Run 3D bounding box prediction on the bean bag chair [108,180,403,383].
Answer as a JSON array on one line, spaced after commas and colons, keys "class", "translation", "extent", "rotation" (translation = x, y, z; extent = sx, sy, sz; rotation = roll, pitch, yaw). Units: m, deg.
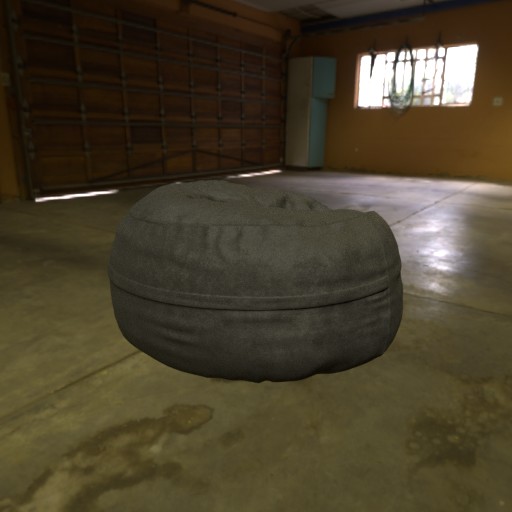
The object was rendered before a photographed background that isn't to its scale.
[{"class": "bean bag chair", "translation": [0.000, 0.000, 2.389], "extent": [1.525, 0.751, 1.525], "rotation": [0, 16, 0]}]
